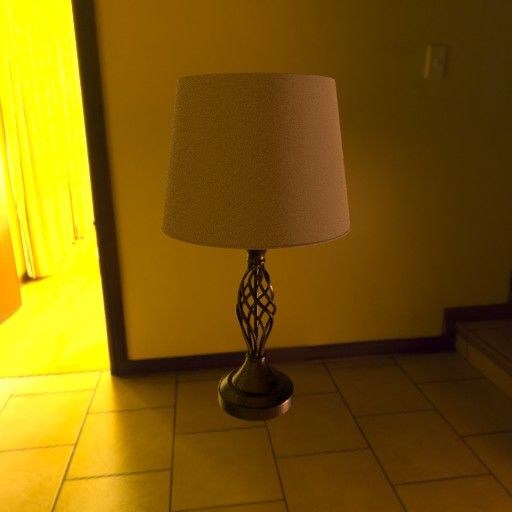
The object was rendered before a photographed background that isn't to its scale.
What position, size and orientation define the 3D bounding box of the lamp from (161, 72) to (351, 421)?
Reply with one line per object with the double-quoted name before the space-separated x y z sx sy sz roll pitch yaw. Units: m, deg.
"lamp" 0.000 0.000 0.806 0.331 0.594 0.331 0 17 0
